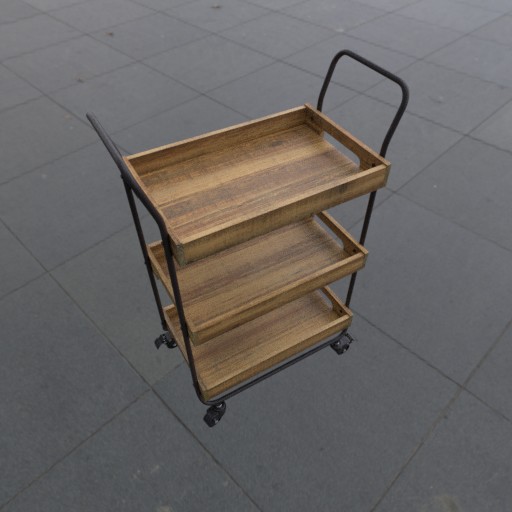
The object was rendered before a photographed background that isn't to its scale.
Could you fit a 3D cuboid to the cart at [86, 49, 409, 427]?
[{"bbox_3d":[0.000,0.000,1.131,0.583,0.857,0.339,-22,50,-20],"label":"cart"}]
